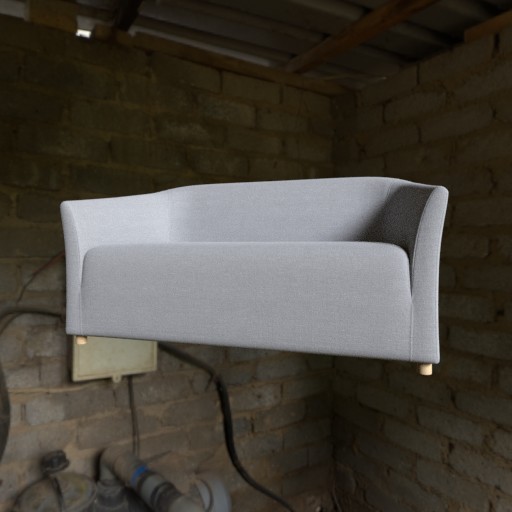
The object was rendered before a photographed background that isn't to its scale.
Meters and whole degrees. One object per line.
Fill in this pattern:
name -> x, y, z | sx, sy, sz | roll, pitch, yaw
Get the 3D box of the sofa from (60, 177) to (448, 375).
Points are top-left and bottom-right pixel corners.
sofa -> 0.000, 0.000, 1.890 | 1.452, 0.721, 0.705 | 0, 1, 19
